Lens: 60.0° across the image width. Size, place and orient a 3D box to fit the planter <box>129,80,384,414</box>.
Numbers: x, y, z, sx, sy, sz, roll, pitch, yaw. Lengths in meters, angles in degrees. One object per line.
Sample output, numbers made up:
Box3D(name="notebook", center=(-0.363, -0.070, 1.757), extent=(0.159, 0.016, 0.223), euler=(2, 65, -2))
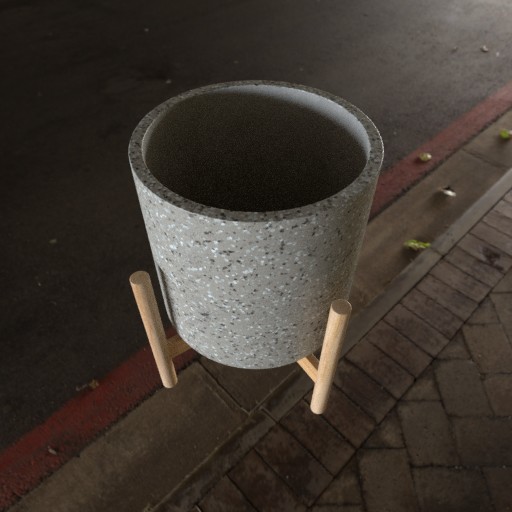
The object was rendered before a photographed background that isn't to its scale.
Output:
Box3D(name="planter", center=(0.000, 0.000, 0.689), extent=(0.360, 0.419, 0.360), euler=(-9, 48, -8))
